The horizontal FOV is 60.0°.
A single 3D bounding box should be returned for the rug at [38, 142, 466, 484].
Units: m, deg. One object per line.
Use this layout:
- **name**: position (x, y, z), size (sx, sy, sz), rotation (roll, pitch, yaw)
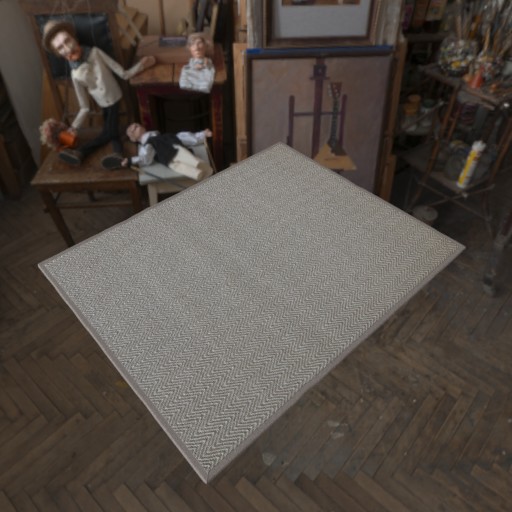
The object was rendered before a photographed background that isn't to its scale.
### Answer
- **rug**: position (0.000, 0.000, 3.982), size (3.007, 0.032, 2.434), rotation (-33, 54, -28)
